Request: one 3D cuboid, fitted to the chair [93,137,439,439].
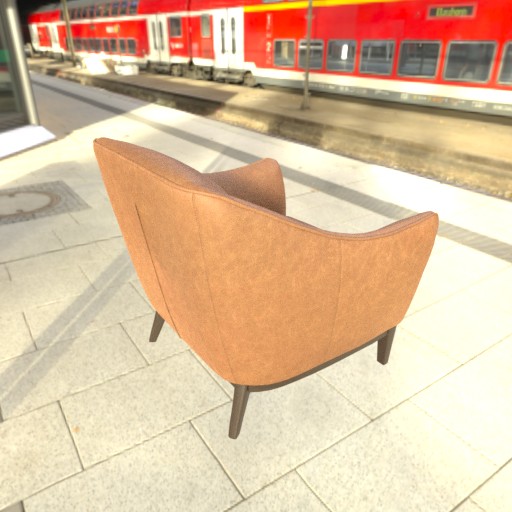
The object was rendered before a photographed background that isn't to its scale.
[{"bbox_3d":[0.000,0.000,1.553,0.852,0.830,0.871,-18,32,-32],"label":"chair"}]
